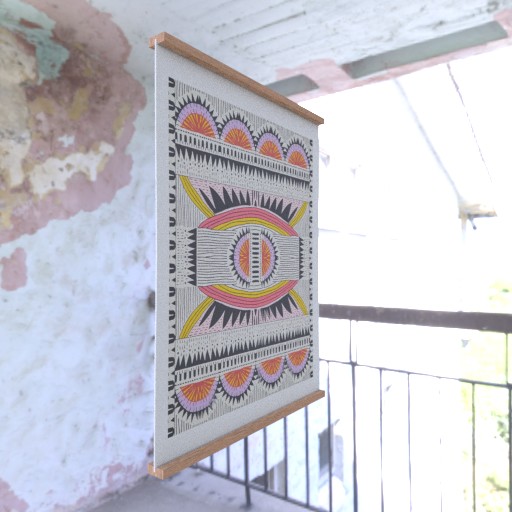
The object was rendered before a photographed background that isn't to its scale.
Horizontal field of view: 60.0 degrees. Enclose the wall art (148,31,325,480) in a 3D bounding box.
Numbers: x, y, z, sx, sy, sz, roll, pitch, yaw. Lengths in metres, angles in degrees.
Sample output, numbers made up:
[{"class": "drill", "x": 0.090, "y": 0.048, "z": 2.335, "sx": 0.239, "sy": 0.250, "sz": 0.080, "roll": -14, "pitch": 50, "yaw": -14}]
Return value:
[{"class": "wall art", "x": 0.000, "y": 0.000, "z": 0.689, "sx": 0.028, "sy": 0.527, "sz": 0.403, "roll": -1, "pitch": -1, "yaw": 37}]
